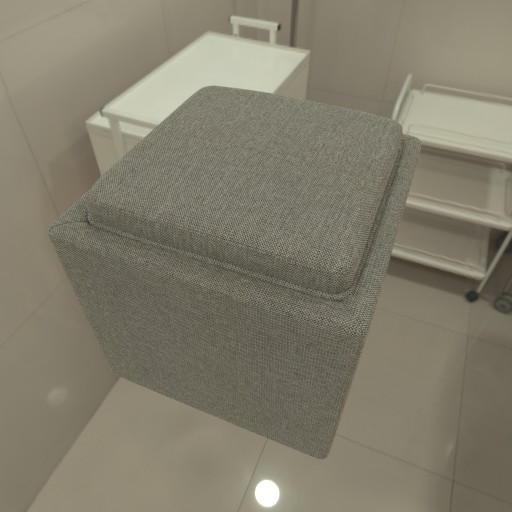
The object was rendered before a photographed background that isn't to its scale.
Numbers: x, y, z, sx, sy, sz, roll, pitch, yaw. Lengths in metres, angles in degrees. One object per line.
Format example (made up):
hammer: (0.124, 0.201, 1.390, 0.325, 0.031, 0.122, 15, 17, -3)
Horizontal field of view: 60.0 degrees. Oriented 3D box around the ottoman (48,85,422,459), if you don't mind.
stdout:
ottoman: (0.000, 0.000, 0.811, 0.450, 0.460, 0.450, 17, 48, 16)
